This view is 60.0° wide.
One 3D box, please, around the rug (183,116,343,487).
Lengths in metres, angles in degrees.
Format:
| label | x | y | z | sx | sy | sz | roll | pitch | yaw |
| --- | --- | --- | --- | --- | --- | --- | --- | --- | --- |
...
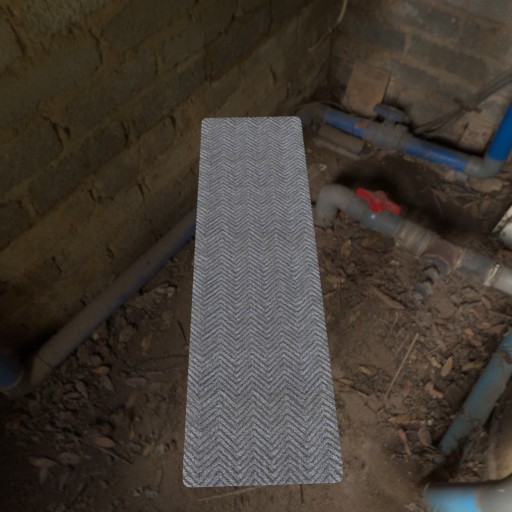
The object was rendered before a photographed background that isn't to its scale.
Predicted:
| label | x | y | z | sx | sy | sz | roll | pitch | yaw |
| --- | --- | --- | --- | --- | --- | --- | --- | --- | --- |
| rug | 0.000 | 0.000 | 2.483 | 0.686 | 0.008 | 2.286 | -1 | 58 | -1 |
